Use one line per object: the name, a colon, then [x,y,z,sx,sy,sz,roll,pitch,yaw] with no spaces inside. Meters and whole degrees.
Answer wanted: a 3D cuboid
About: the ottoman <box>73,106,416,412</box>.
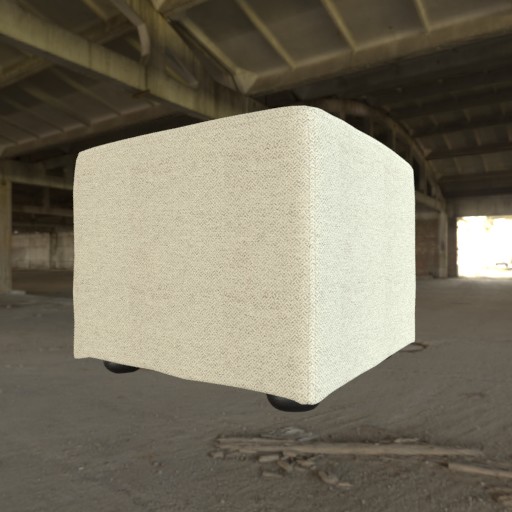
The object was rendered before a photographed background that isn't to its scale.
ottoman: [0.000,0.000,0.910,0.521,0.453,0.512,0,0,34]
